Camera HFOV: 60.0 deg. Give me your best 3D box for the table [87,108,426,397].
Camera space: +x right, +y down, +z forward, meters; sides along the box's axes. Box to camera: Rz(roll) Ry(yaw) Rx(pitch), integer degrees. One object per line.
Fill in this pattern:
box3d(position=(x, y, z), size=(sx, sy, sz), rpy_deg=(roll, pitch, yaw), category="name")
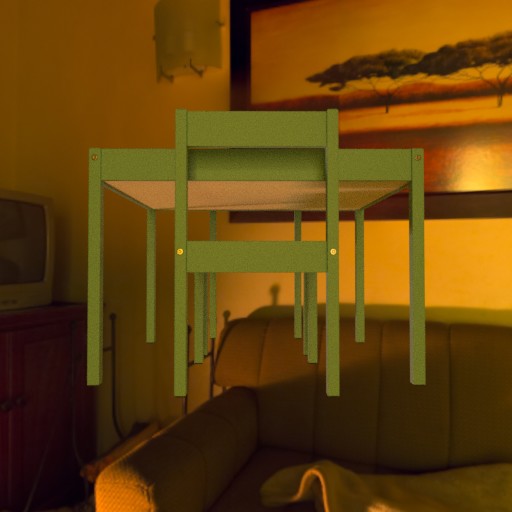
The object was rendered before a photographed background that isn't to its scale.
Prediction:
box3d(position=(0.000, 0.000, 1.084), size=(0.639, 0.503, 0.633), rpy_deg=(0, -1, 0), category="table")
